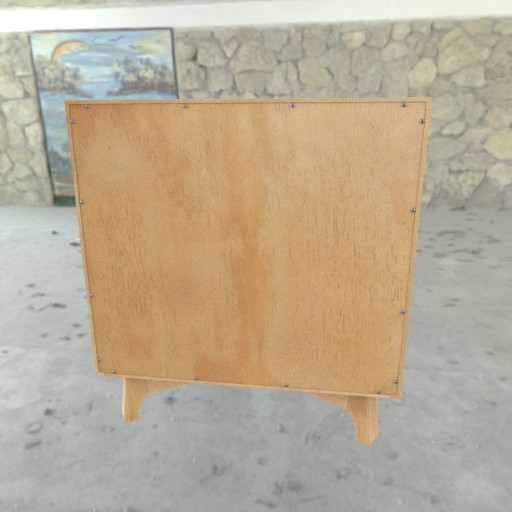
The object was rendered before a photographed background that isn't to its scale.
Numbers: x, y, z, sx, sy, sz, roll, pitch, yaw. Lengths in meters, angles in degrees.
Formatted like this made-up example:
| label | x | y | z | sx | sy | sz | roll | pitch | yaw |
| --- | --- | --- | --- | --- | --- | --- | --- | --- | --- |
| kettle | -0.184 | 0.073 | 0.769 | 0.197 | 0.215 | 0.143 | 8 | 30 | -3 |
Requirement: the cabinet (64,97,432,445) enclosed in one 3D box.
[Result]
| label | x | y | z | sx | sy | sz | roll | pitch | yaw |
| --- | --- | --- | --- | --- | --- | --- | --- | --- | --- |
| cabinet | 0.000 | 0.000 | 0.927 | 0.551 | 0.599 | 0.394 | 2 | 16 | 8 |
